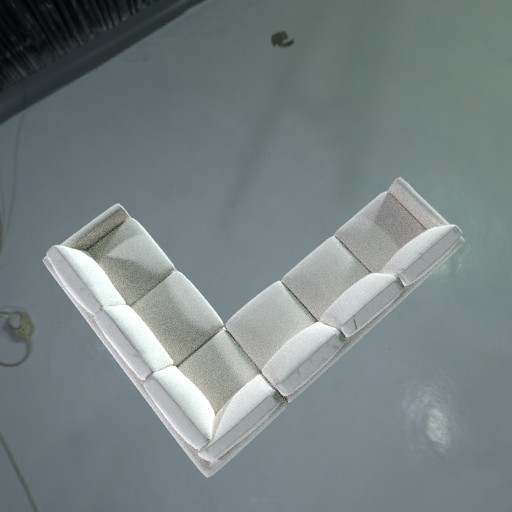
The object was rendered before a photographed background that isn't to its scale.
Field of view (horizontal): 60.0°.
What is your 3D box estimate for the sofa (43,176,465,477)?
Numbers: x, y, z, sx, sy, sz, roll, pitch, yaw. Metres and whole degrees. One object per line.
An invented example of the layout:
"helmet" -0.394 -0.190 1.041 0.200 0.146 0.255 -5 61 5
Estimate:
"sofa" 0.000 0.000 4.527 3.302 0.947 2.593 -39 78 -10
